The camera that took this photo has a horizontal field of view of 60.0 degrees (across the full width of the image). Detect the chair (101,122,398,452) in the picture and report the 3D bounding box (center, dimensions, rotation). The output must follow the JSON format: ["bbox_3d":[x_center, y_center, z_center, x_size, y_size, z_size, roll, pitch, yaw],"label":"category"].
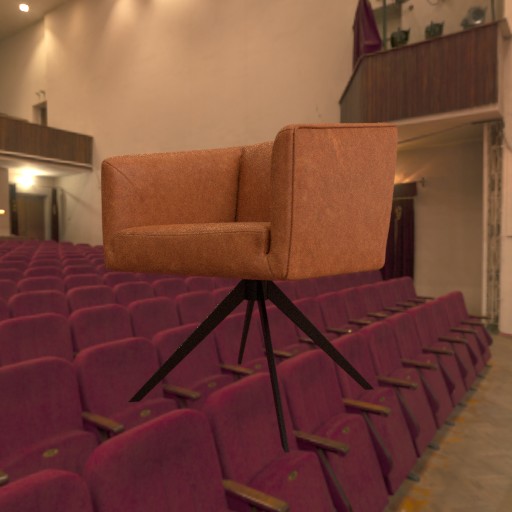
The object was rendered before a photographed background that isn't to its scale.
[{"bbox_3d":[0.000,0.000,1.201,0.588,0.760,0.625,1,2,35],"label":"chair"}]
